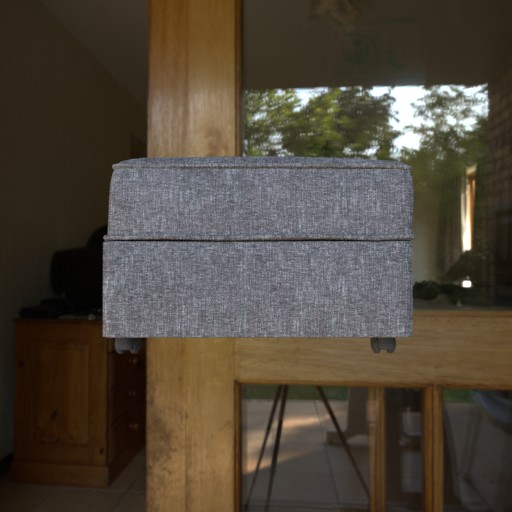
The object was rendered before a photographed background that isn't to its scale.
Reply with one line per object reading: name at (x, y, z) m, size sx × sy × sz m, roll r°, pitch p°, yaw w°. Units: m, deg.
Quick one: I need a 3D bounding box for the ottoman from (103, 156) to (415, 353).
ottoman at (0.000, 0.000, 1.557) m, size 0.717 × 0.487 × 1.184 m, roll 0°, pitch -1°, yaw 0°
